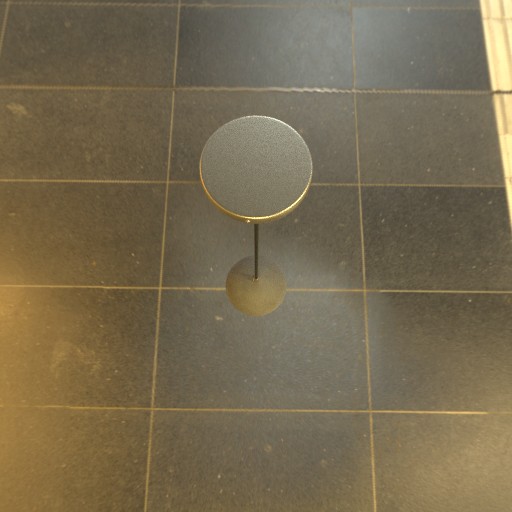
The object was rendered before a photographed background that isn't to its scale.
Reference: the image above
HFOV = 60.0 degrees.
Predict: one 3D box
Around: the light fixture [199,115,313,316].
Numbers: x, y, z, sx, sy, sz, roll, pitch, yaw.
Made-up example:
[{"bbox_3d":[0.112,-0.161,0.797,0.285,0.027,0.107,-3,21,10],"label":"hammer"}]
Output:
[{"bbox_3d":[0.000,0.000,0.830,0.153,0.760,0.153,-18,76,-5],"label":"light fixture"}]
